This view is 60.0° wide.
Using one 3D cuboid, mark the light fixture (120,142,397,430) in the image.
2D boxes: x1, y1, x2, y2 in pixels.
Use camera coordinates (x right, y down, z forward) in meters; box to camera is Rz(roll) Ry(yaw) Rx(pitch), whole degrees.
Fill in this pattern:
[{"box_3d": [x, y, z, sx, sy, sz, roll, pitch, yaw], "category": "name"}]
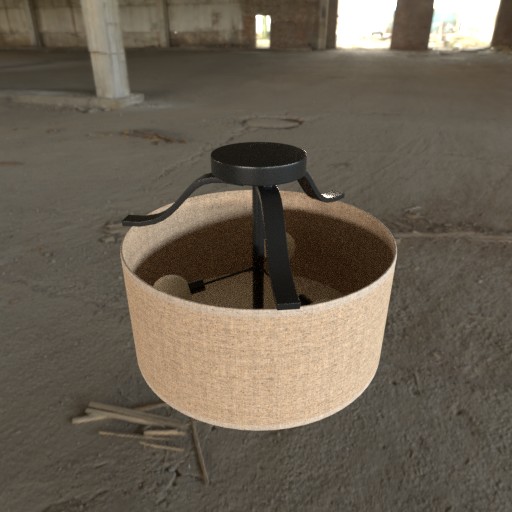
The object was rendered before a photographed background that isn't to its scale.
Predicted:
[{"box_3d": [0.000, 0.000, 0.652, 0.390, 0.306, 0.390, 0, 28, 0], "category": "light fixture"}]
